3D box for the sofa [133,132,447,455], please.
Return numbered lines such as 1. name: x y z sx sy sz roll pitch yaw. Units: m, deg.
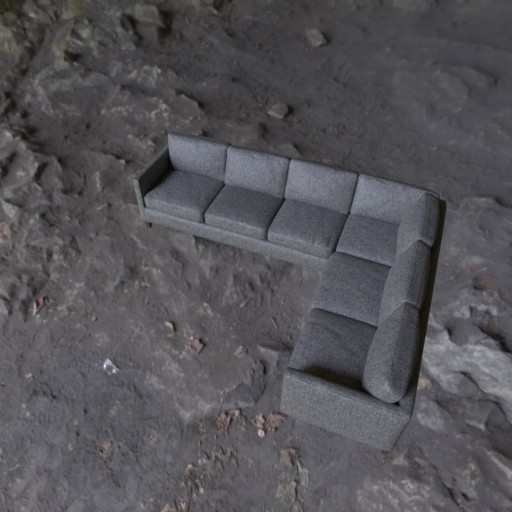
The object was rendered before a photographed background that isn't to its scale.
1. sofa: 0.000 0.000 4.397 3.302 0.947 2.593 16 48 15
